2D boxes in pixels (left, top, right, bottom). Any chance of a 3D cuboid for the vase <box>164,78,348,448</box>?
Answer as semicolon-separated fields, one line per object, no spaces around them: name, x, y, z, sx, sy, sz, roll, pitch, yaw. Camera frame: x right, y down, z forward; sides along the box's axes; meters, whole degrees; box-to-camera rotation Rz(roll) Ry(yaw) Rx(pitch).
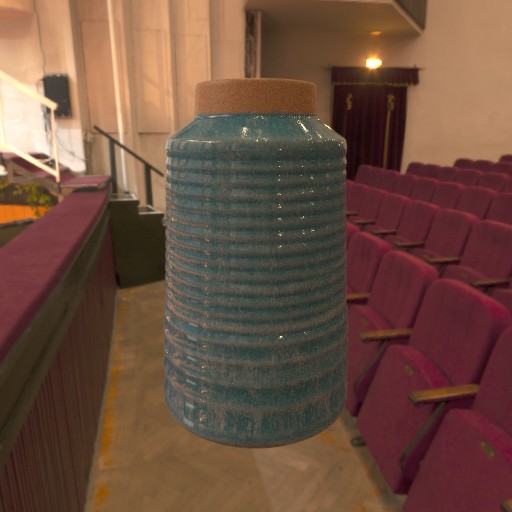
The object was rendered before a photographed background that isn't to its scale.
vase;0.000;0.000;0.369;0.163;0.267;0.163;0;16;0
